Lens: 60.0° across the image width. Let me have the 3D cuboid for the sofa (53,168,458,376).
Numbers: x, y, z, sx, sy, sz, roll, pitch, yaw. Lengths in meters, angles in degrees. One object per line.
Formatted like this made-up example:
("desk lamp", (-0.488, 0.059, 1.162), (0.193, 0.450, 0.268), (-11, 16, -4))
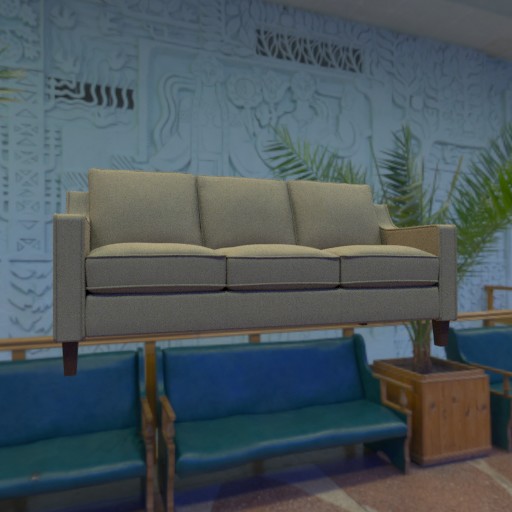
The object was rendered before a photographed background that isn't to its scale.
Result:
("sofa", (0.000, 0.000, 2.473), (1.986, 0.974, 0.911), (0, 0, -18))
